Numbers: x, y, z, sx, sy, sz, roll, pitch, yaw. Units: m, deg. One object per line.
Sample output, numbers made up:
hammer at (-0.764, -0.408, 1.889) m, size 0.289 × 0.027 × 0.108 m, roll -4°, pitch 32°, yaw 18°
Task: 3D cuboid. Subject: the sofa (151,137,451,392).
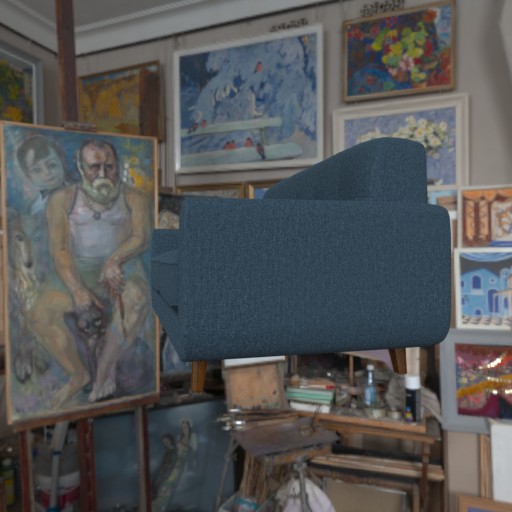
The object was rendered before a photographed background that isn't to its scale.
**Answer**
sofa at (0.000, 0.000, 2.182) m, size 0.942 × 0.896 × 1.651 m, roll 0°, pitch 0°, yaw -16°
